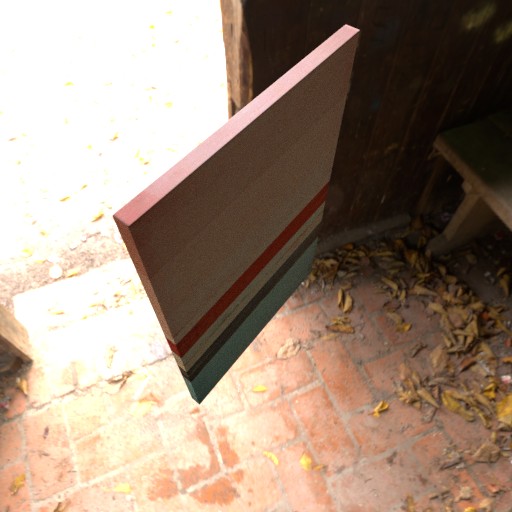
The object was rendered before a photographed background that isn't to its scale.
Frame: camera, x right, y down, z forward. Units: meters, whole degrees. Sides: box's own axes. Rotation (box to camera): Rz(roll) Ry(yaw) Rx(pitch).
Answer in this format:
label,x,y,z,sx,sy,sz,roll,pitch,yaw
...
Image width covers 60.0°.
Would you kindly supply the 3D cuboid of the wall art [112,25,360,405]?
label,x,y,z,sx,sy,sz,roll,pitch,yaw
wall art,0.000,0.000,1.124,0.038,0.914,0.610,33,63,20
